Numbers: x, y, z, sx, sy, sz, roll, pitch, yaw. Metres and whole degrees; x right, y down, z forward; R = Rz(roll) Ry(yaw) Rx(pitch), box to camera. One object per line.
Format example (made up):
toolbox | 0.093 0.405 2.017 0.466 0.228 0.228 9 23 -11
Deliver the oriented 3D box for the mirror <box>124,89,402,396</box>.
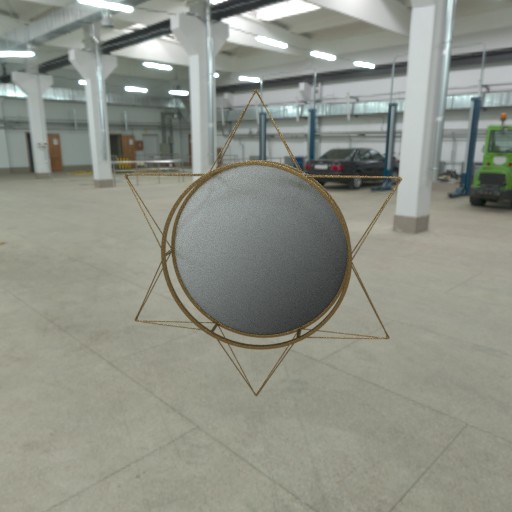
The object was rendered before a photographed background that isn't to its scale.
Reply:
mirror | 0.000 0.000 0.821 0.498 0.581 0.062 2 14 10
